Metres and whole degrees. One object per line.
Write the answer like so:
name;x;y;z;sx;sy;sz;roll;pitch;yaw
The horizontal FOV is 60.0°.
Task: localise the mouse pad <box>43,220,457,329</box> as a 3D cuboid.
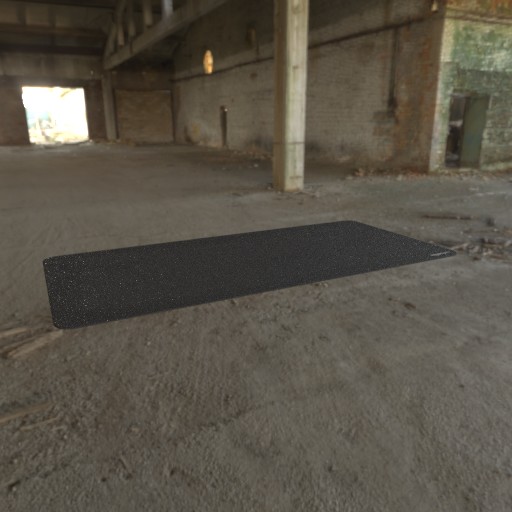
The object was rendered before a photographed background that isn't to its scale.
mouse pad;0.000;0.000;1.053;0.907;0.003;0.424;-9;19;-26
